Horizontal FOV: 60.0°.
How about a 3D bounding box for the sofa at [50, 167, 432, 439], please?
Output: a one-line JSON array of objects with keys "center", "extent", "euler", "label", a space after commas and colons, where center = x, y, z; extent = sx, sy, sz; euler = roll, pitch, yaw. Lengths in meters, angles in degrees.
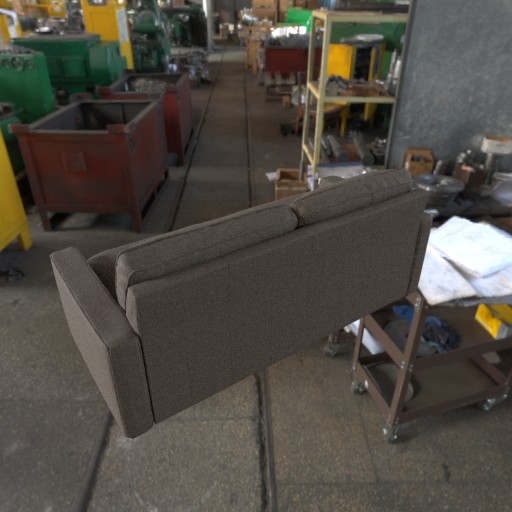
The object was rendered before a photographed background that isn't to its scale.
[{"center": [0.000, 0.000, 2.601], "extent": [2.080, 0.919, 0.940], "euler": [-20, 36, -30], "label": "sofa"}]
